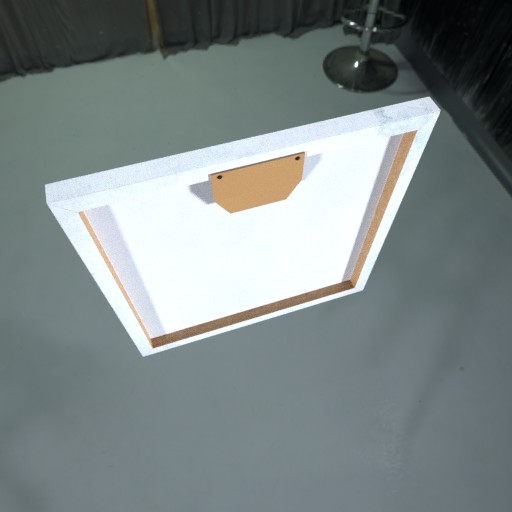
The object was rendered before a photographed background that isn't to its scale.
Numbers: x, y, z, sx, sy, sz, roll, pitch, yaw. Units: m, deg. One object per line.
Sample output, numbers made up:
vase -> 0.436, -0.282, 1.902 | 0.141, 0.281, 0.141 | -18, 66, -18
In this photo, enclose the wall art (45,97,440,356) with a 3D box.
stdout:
wall art -> 0.000, 0.000, 0.912 | 0.605, 0.605, 0.044 | -15, 59, -10
